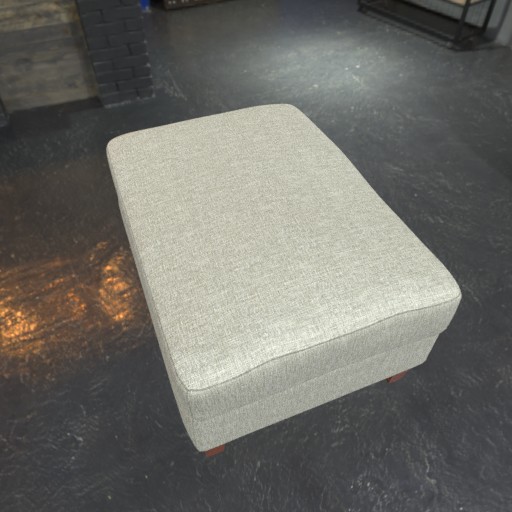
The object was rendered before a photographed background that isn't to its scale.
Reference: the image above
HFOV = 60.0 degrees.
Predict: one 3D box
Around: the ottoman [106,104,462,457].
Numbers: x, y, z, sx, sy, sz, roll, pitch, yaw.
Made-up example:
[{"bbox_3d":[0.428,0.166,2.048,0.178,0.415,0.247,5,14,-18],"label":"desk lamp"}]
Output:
[{"bbox_3d":[0.000,0.000,1.243,0.639,0.494,0.873,-16,49,-15],"label":"ottoman"}]
